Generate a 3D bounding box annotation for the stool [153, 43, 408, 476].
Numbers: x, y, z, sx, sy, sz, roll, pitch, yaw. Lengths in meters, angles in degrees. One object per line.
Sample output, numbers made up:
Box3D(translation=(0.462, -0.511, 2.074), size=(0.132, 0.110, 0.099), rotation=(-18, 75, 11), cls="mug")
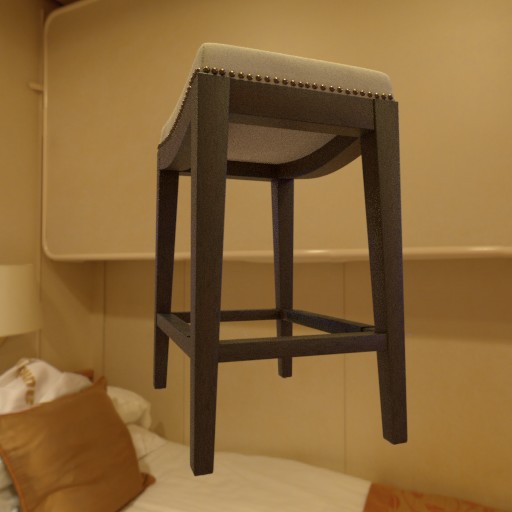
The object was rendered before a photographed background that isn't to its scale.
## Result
Box3D(translation=(0.000, 0.000, 0.922), size=(0.361, 0.642, 0.500), rotation=(1, -2, -19), cls="stool")
